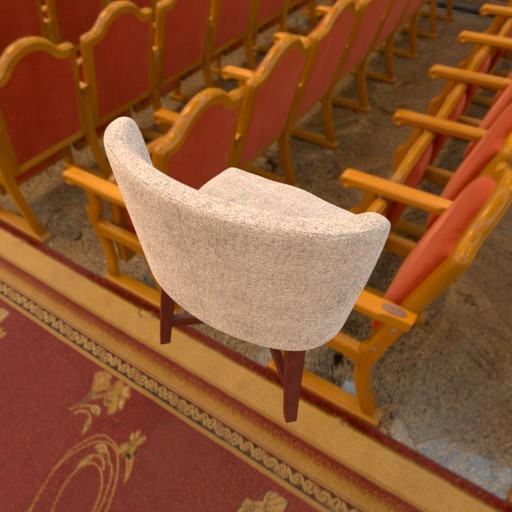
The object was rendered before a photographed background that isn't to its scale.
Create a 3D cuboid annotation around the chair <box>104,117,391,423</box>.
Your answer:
[{"bbox_3d":[0.000,0.000,1.310,0.728,0.827,0.575,25,52,22],"label":"chair"}]
